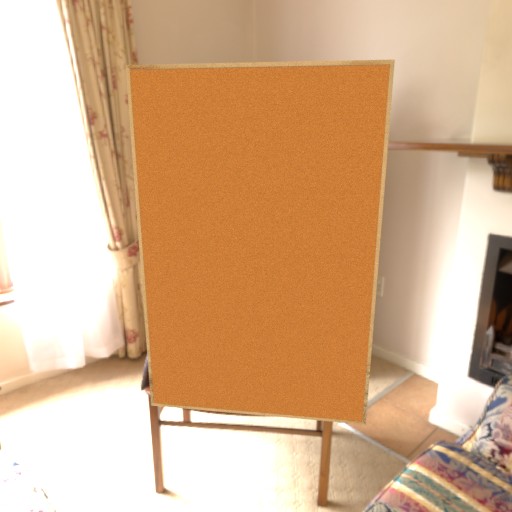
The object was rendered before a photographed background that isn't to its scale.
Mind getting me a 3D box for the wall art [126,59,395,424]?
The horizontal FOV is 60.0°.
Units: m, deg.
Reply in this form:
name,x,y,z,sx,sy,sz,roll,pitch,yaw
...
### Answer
name,x,y,z,sx,sy,sz,roll,pitch,yaw
wall art,0.000,0.000,0.952,0.508,0.764,0.038,2,16,8
